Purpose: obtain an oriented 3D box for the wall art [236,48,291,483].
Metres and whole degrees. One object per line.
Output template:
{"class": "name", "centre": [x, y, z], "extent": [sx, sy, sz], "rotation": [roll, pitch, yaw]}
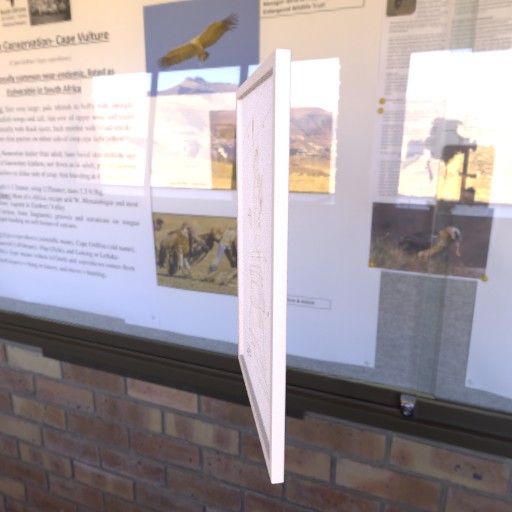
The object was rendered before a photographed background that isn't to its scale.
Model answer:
{"class": "wall art", "centre": [0.000, 0.000, 1.550], "extent": [0.038, 1.183, 0.808], "rotation": [-2, 14, -9]}
